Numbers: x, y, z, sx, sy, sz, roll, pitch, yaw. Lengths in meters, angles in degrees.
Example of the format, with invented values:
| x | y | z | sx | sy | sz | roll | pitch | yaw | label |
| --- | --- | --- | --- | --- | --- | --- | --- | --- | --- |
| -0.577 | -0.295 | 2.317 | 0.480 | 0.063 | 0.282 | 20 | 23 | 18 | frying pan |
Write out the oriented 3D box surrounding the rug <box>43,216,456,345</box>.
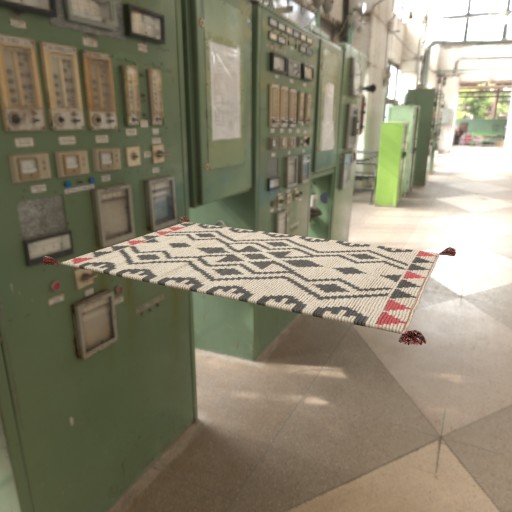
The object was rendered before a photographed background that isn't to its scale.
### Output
| x | y | z | sx | sy | sz | roll | pitch | yaw | label |
| --- | --- | --- | --- | --- | --- | --- | --- | --- | --- |
| 0.000 | 0.000 | 3.342 | 2.672 | 0.066 | 1.741 | 9 | 19 | 26 | rug |
